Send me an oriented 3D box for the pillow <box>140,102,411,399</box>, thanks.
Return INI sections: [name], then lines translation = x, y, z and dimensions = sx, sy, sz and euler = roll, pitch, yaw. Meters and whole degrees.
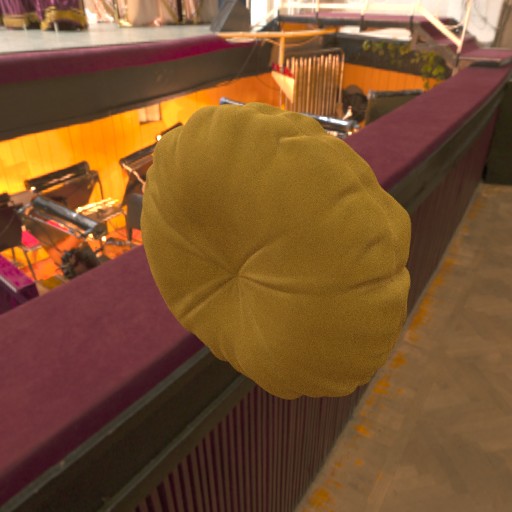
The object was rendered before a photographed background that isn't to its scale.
[pillow]
translation = 0.000, 0.000, 0.614
dimensions = 0.428, 0.407, 0.148
euler = 22, 37, 32
